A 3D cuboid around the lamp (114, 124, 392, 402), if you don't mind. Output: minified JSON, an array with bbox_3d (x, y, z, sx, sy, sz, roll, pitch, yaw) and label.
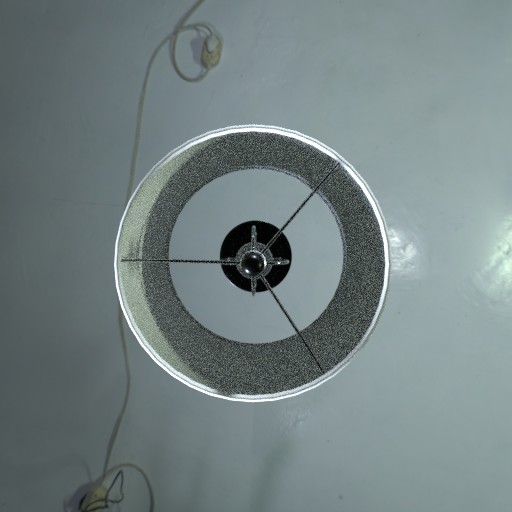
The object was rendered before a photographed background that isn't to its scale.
[{"bbox_3d":[0.000,0.000,0.790,0.305,0.634,0.305,0,92,1],"label":"lamp"}]
